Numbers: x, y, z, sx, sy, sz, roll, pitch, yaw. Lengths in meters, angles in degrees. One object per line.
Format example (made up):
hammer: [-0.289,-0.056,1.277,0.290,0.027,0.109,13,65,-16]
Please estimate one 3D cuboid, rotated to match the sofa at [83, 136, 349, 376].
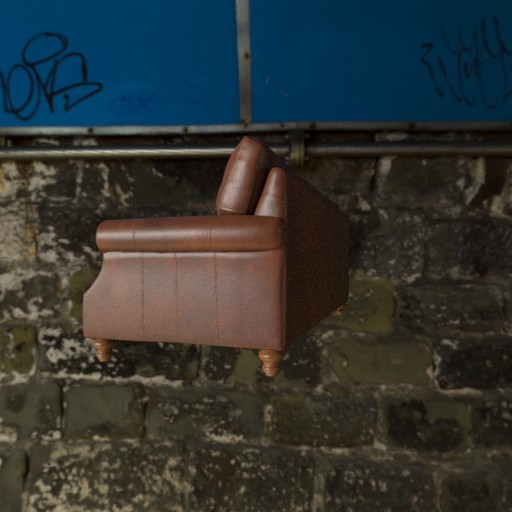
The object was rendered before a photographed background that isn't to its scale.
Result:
sofa: [0.000,0.000,2.904,0.973,0.977,2.351,0,0,18]
